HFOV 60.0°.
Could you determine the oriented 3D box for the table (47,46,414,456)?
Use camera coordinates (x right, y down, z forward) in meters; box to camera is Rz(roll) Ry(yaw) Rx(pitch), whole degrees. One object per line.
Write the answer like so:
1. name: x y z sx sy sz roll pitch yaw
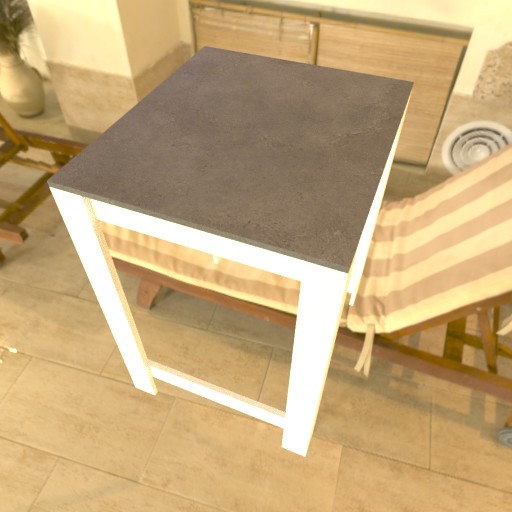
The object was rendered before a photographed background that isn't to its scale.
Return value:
1. table: 0.000 0.000 1.541 0.700 1.020 0.800 17 49 15
